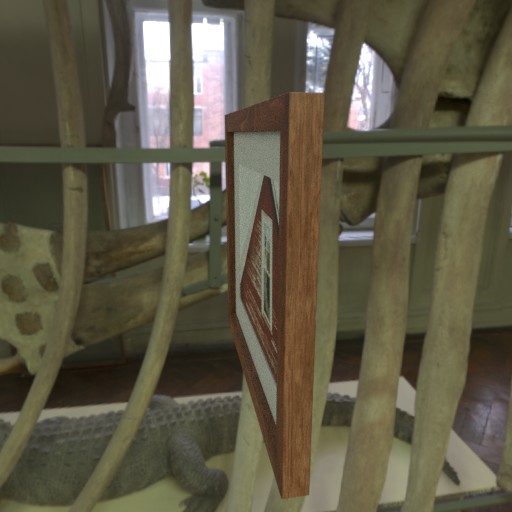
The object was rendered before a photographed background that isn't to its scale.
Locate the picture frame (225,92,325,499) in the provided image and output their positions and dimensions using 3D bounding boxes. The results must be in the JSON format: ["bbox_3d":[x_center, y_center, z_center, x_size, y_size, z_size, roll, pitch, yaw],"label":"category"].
[{"bbox_3d":[0.000,0.000,0.521,0.025,0.330,0.381,-3,16,-10],"label":"picture frame"}]
